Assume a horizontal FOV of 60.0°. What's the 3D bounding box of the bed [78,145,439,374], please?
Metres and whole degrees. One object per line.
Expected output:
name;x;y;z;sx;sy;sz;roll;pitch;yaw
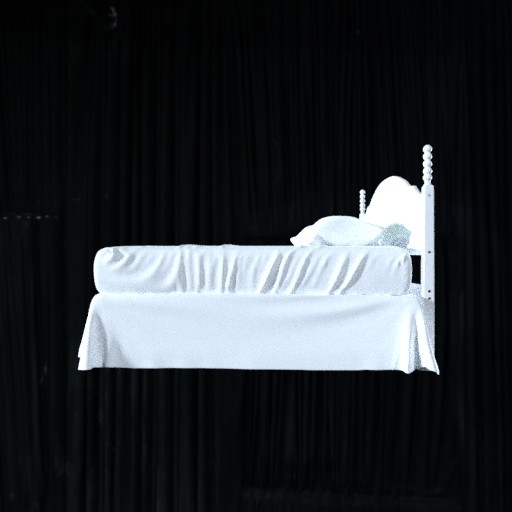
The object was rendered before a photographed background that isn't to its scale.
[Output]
bed;0.000;0.000;3.653;2.219;1.355;2.322;0;0;2
